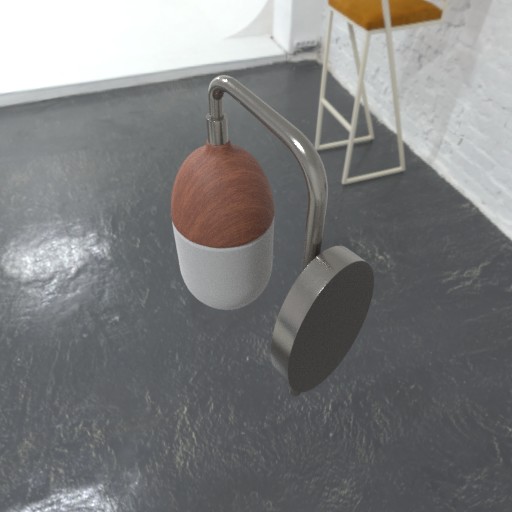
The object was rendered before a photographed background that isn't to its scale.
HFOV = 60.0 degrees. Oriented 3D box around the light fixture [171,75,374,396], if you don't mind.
[{"bbox_3d":[0.000,0.000,0.450,0.108,0.343,0.216,-30,52,-27],"label":"light fixture"}]
